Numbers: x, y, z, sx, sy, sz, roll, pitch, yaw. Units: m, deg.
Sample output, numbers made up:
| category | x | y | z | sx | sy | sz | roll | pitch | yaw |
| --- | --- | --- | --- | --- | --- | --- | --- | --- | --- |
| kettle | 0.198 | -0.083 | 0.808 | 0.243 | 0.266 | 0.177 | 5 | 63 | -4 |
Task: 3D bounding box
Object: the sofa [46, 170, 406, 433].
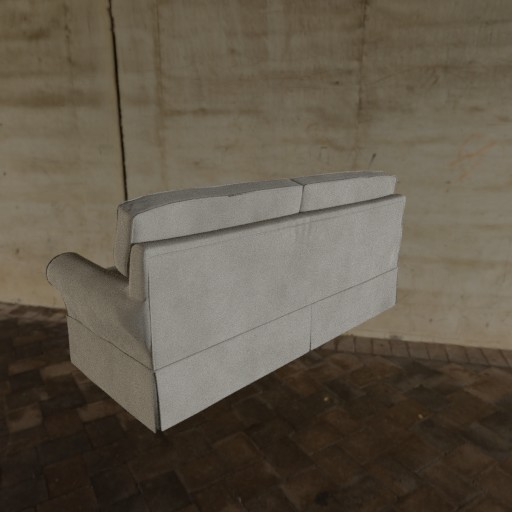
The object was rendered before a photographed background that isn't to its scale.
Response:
| category | x | y | z | sx | sy | sz | roll | pitch | yaw |
| --- | --- | --- | --- | --- | --- | --- | --- | --- | --- |
| sofa | 0.000 | 0.000 | 2.779 | 0.900 | 1.014 | 2.246 | 15 | 22 | 43 |
